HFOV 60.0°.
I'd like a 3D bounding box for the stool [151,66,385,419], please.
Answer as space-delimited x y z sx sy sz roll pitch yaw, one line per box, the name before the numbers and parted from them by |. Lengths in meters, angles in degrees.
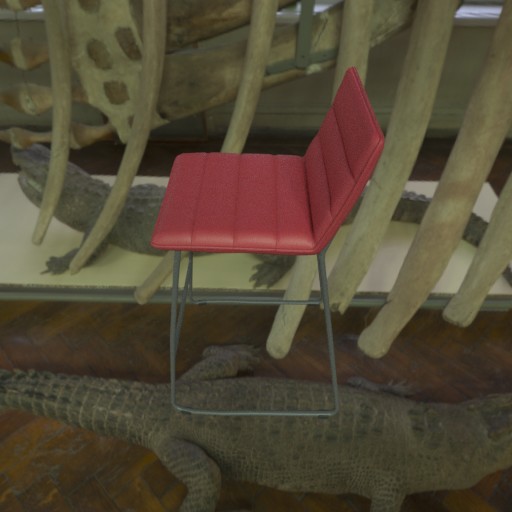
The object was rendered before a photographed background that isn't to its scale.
stool | 0.000 0.000 1.260 0.524 0.937 0.489 1 43 1
